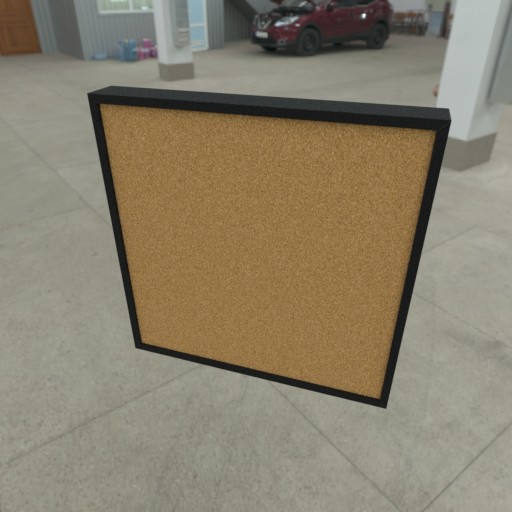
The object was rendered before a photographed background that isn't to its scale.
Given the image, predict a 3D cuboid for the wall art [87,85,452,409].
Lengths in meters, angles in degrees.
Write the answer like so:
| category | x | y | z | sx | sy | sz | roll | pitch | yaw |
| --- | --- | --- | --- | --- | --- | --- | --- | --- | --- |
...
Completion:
| category | x | y | z | sx | sy | sz | roll | pitch | yaw |
| --- | --- | --- | --- | --- | --- | --- | --- | --- | --- |
| wall art | 0.000 | 0.000 | 0.450 | 0.305 | 0.305 | 0.037 | 9 | 33 | 15 |
